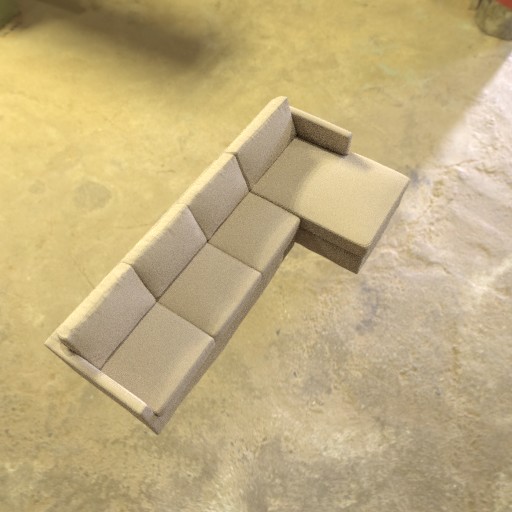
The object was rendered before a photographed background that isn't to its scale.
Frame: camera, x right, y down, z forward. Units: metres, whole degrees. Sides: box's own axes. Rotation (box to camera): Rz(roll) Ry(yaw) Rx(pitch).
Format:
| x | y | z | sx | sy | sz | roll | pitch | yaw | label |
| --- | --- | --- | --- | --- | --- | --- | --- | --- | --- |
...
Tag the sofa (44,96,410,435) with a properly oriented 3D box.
| x | y | z | sx | sy | sz | roll | pitch | yaw | label |
| --- | --- | --- | --- | --- | --- | --- | --- | --- | --- |
| 0.000 | 0.000 | 3.882 | 1.622 | 0.871 | 3.206 | 29 | 63 | 16 | sofa |
